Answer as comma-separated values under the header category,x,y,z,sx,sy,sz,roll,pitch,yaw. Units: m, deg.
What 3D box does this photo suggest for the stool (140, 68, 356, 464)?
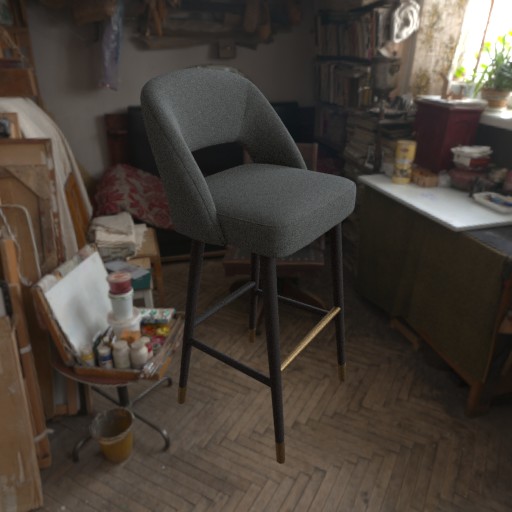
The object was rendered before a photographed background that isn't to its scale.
category,x,y,z,sx,sy,sz,roll,pitch,yaw
stool,0.000,0.000,1.416,0.524,1.089,0.536,17,31,31
